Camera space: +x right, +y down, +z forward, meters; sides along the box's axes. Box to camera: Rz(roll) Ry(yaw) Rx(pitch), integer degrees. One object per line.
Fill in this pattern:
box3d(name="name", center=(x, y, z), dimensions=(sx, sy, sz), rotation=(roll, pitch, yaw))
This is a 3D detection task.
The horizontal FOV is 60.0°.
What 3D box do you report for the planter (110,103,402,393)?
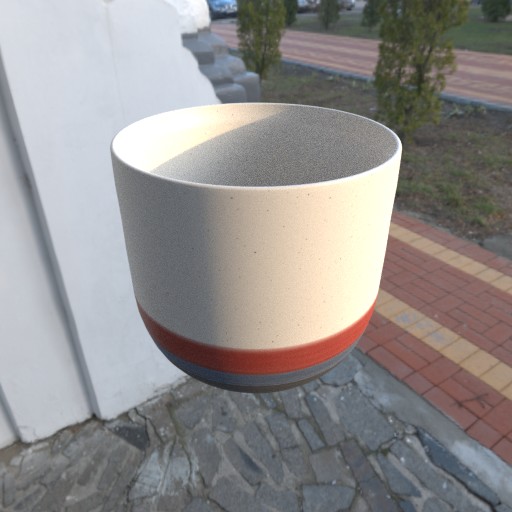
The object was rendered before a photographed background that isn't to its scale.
box3d(name="planter", center=(0.000, 0.000, 0.488), dimensions=(0.268, 0.270, 0.268), rotation=(0, 31, 0))
